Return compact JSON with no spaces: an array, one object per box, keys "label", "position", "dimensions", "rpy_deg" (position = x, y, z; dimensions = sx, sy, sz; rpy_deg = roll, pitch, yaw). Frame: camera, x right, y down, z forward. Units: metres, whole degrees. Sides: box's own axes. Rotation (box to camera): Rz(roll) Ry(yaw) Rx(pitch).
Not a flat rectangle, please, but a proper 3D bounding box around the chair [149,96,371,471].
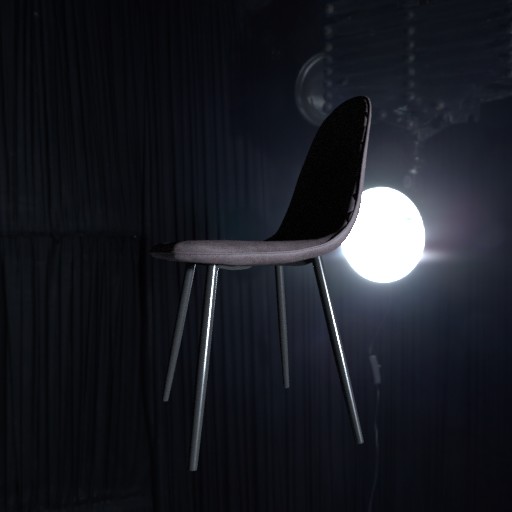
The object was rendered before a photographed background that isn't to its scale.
[{"label":"chair","position":[0.000,0.000,1.205],"dimensions":[0.561,0.889,0.472],"rpy_deg":[0,1,-19]}]
